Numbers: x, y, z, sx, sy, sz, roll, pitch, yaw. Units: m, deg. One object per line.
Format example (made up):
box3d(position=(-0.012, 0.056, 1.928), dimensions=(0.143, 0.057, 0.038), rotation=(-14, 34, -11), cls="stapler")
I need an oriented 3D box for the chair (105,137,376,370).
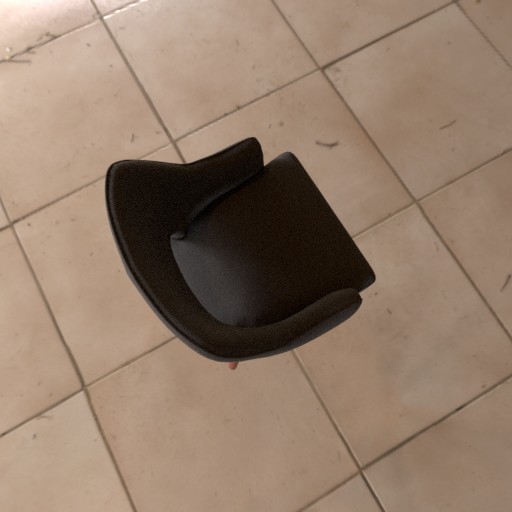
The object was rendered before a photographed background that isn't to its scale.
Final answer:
box3d(position=(0.000, 0.000, 1.244), dimensions=(0.560, 0.838, 0.559), rotation=(-30, 77, -8), cls="chair")
